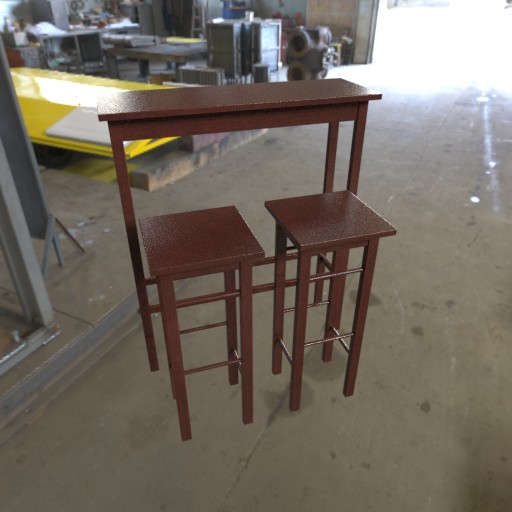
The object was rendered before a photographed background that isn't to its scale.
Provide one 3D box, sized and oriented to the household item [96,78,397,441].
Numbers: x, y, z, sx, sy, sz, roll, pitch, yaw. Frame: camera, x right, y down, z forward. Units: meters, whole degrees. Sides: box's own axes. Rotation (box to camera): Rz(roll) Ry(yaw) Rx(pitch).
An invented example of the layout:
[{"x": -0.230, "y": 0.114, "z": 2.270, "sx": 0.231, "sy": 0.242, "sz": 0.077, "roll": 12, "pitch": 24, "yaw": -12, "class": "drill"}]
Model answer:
[{"x": 0.000, "y": 0.000, "z": 1.619, "sx": 0.914, "sy": 1.067, "sz": 0.676, "roll": -10, "pitch": 33, "yaw": -15, "class": "household item"}]
